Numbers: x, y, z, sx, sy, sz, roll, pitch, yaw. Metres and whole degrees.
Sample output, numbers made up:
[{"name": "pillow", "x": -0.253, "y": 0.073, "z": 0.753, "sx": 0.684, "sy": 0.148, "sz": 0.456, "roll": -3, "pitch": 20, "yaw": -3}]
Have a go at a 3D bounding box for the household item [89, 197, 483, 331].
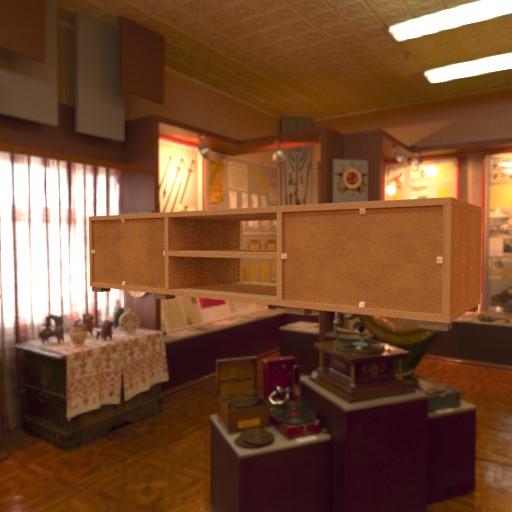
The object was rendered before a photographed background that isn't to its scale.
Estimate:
[{"name": "household item", "x": 0.000, "y": 0.000, "z": 1.593, "sx": 1.400, "sy": 0.310, "sz": 0.420, "roll": 1, "pitch": 2, "yaw": 36}]
